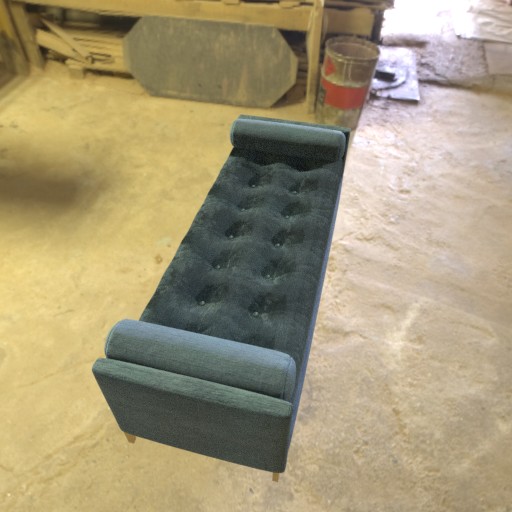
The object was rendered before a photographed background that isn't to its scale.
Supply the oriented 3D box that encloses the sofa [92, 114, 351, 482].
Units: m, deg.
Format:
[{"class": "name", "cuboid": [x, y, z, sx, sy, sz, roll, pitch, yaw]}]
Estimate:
[{"class": "sofa", "cuboid": [0.000, 0.000, 2.516, 0.796, 0.705, 2.102, 10, 46, 10]}]
